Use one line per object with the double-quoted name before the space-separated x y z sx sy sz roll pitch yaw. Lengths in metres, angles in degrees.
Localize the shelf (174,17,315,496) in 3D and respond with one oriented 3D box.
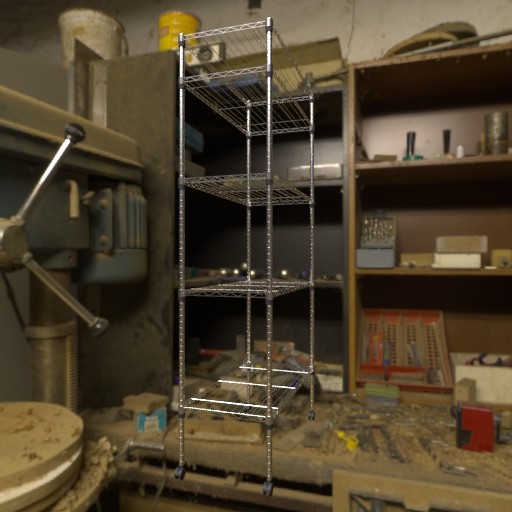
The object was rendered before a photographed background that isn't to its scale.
"shelf" 0.000 0.000 1.868 0.356 1.587 0.762 0 0 19
